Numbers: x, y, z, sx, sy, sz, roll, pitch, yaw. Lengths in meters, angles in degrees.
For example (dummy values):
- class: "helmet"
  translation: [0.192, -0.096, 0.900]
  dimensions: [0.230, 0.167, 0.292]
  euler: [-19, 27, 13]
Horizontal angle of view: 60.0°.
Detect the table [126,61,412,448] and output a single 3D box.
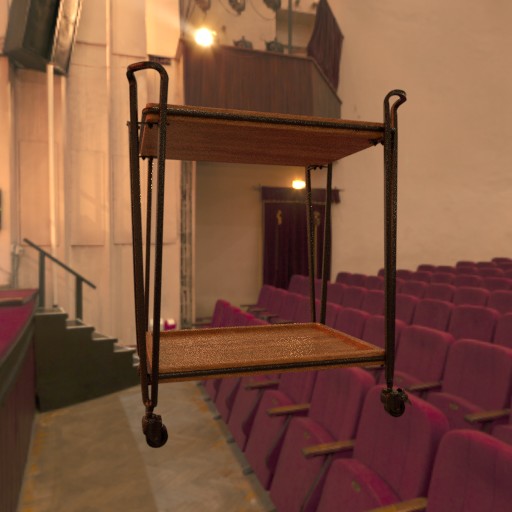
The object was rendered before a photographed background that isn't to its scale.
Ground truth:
- class: "table"
  translation: [0.000, 0.000, 1.206]
  dimensions: [0.672, 0.785, 0.505]
  euler: [0, 1, -16]
